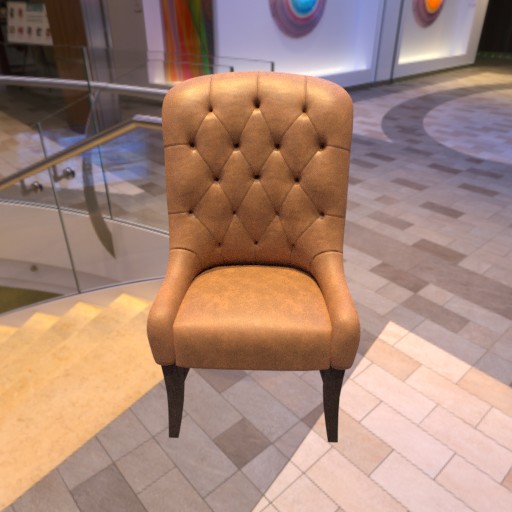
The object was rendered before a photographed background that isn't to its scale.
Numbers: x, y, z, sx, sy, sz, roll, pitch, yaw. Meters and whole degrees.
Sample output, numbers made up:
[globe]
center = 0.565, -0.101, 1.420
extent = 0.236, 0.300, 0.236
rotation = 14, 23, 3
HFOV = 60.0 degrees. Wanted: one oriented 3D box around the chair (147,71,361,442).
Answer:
[chair]
center = 0.000, 0.000, 1.500
extent = 0.634, 1.091, 0.629
rotation = 1, 30, 2
